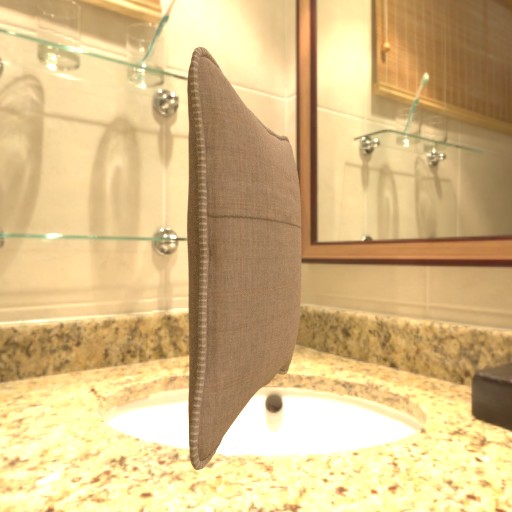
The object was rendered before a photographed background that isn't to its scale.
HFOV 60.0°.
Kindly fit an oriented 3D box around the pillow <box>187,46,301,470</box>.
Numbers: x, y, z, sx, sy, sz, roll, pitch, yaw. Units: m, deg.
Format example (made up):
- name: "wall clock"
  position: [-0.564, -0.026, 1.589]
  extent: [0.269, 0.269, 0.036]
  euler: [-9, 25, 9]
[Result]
- name: "pillow"
  position: [0.000, 0.000, 0.722]
  extent: [0.124, 0.494, 0.485]
  euler: [0, 0, 17]
